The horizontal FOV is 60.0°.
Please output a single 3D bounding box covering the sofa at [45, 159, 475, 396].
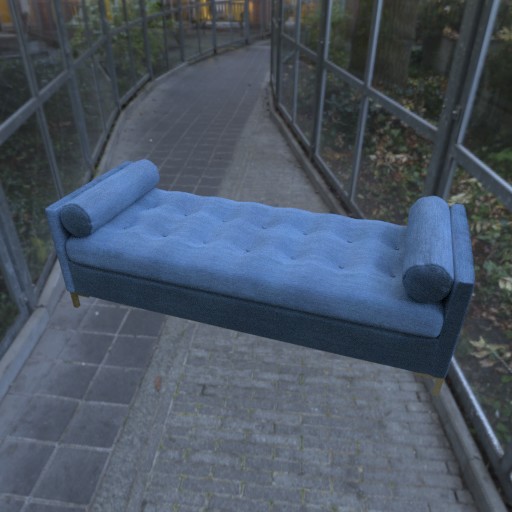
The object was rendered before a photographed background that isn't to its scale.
[{"bbox_3d":[0.000,0.000,2.474,2.102,0.705,0.796,10,33,16],"label":"sofa"}]
